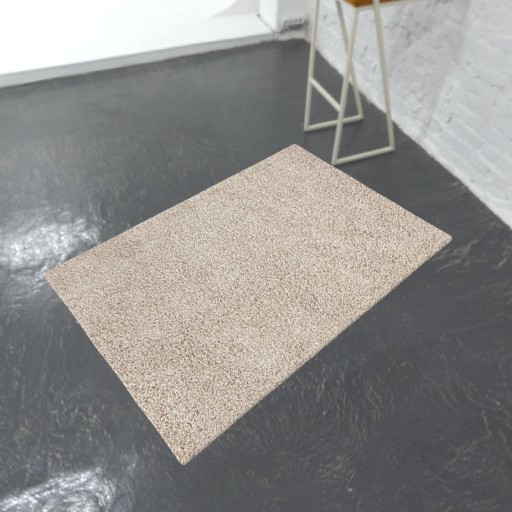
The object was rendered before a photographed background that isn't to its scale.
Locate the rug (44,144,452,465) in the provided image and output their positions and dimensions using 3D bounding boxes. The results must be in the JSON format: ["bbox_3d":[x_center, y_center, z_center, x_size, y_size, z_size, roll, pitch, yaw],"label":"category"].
[{"bbox_3d":[0.000,0.000,2.318,1.778,0.030,1.219,-33,55,-27],"label":"rug"}]
